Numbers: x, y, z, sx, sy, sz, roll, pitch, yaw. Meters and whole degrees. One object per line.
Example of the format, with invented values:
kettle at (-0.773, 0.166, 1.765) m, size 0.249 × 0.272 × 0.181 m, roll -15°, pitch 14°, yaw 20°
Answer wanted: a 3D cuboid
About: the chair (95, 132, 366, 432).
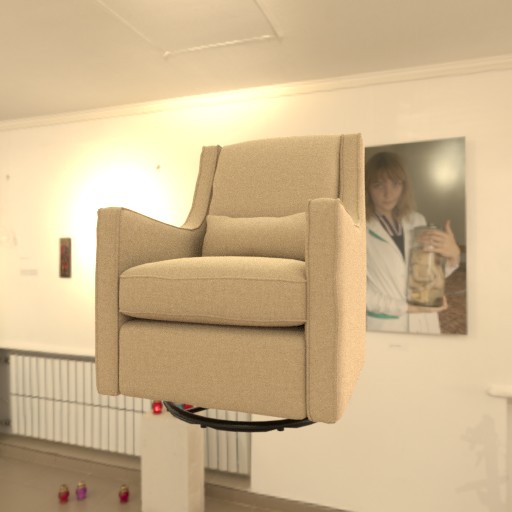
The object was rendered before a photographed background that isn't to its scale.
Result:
chair at (0.000, 0.000, 1.582) m, size 0.732 × 0.993 × 0.879 m, roll 0°, pitch 1°, yaw 19°
